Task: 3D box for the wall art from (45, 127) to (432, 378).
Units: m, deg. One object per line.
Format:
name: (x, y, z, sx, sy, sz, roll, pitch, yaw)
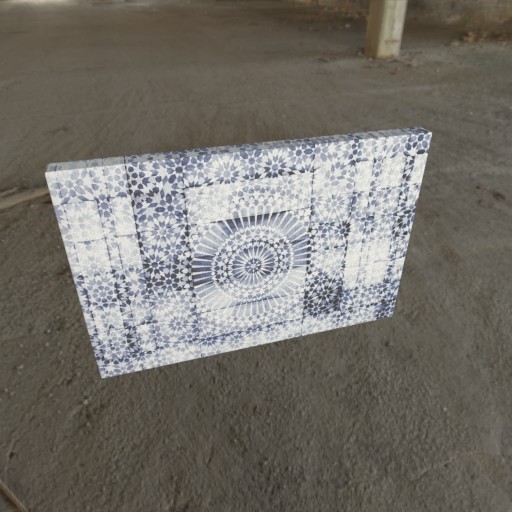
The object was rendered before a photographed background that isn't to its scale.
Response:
wall art: (0.000, 0.000, 1.194, 0.911, 0.608, 0.057, -9, 34, -14)
